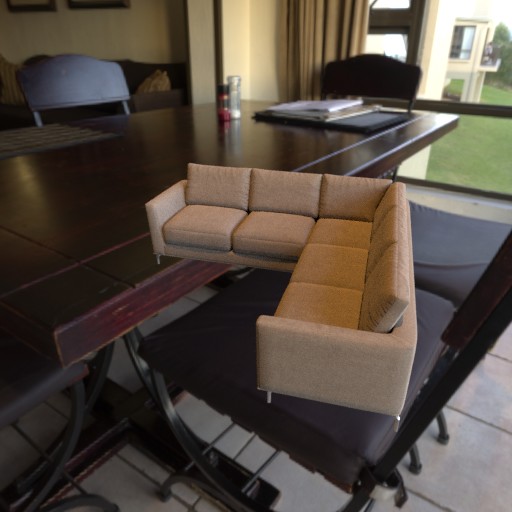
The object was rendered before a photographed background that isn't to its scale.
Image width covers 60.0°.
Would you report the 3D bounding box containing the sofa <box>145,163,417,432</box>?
[{"bbox_3d":[0.000,0.000,3.694,2.438,0.864,2.438,7,27,14],"label":"sofa"}]
